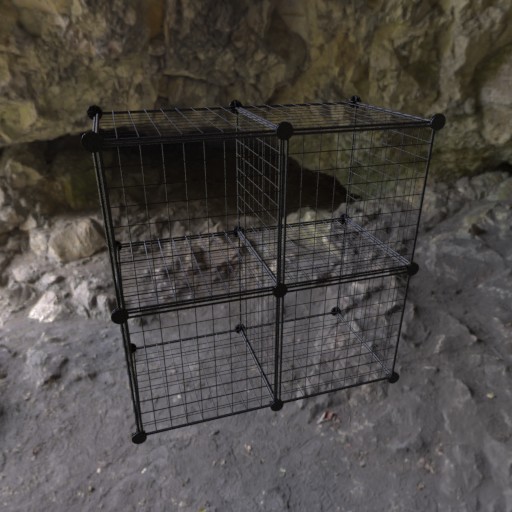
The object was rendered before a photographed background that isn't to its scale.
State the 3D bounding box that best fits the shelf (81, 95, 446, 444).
[{"bbox_3d":[0.000,0.000,1.122,0.711,0.711,0.356,-8,27,-16],"label":"shelf"}]
